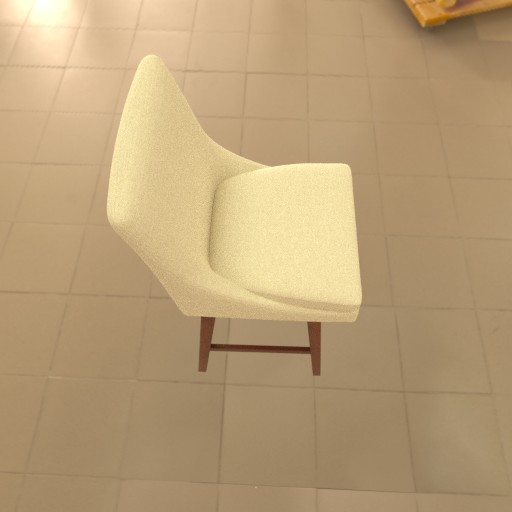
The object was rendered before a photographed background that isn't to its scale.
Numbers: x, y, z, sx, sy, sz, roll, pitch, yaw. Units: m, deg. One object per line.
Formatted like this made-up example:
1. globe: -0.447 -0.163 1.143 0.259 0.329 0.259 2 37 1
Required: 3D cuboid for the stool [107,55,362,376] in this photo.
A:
1. stool: 0.000 0.000 1.358 0.559 1.097 0.470 2 62 1
